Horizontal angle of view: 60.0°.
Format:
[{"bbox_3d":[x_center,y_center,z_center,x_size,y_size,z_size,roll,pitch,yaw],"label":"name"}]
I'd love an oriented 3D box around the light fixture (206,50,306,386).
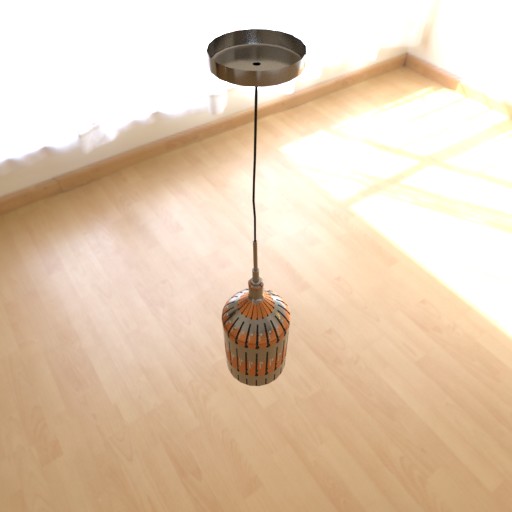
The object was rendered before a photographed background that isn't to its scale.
[{"bbox_3d":[0.000,0.000,1.669,0.303,1.535,0.303,0,48,0],"label":"light fixture"}]
